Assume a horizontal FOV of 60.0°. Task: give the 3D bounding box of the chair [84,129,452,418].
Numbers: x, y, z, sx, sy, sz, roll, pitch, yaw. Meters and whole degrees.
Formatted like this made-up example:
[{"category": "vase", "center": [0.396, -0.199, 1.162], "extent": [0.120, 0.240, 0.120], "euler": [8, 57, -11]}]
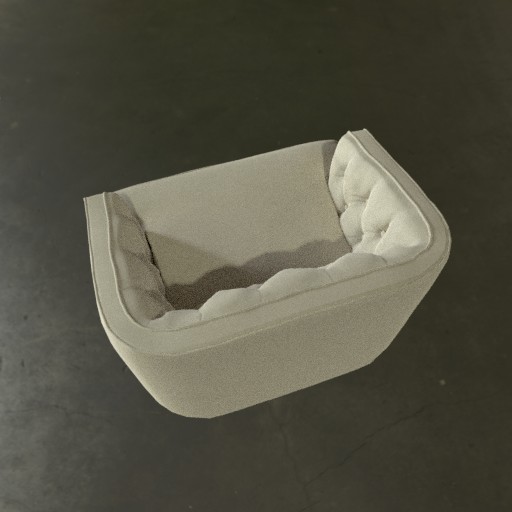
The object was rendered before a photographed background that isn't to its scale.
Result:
[{"category": "chair", "center": [0.000, 0.000, 1.710], "extent": [1.104, 0.852, 0.941], "euler": [-16, 60, -10]}]
